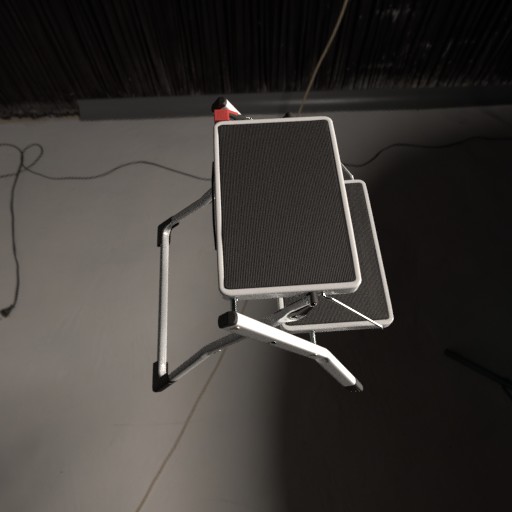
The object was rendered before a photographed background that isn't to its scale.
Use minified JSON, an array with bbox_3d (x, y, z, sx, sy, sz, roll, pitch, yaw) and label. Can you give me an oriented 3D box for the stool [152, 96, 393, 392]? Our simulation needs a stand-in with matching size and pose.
[{"bbox_3d":[0.000,0.000,0.883,0.490,0.445,0.485,-3,64,-2],"label":"stool"}]
